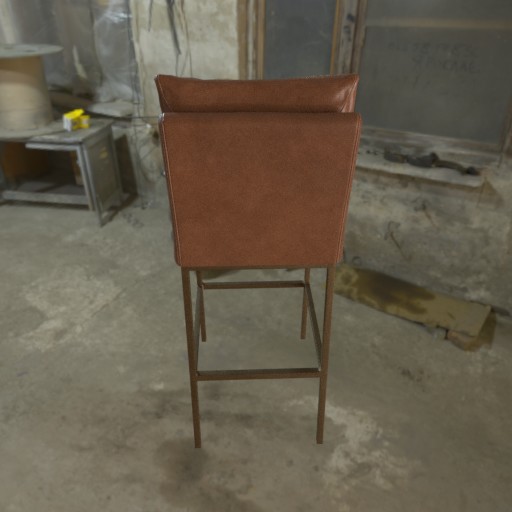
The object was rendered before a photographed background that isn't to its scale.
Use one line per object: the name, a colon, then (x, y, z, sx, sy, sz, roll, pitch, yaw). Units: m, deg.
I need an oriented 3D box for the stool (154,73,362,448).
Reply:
stool: (0.000, 0.000, 1.397, 0.463, 1.124, 0.571, -1, 30, -2)
